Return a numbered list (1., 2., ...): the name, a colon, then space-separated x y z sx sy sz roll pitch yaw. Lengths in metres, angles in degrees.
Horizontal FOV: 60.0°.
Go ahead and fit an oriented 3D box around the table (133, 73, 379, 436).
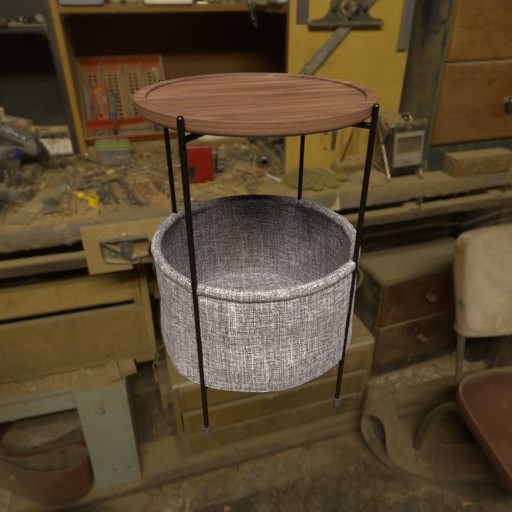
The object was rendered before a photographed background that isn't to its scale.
1. table: 0.000 0.000 0.876 0.400 0.623 0.400 -8 32 -13
